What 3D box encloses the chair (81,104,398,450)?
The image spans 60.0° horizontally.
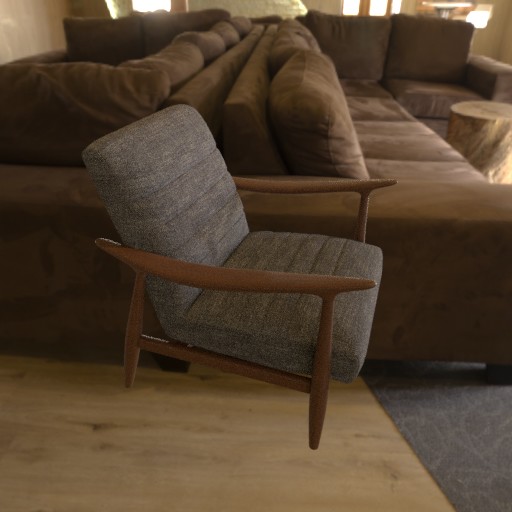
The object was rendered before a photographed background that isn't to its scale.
[{"bbox_3d":[0.000,0.000,1.455,0.798,0.832,0.741,10,32,17],"label":"chair"}]
